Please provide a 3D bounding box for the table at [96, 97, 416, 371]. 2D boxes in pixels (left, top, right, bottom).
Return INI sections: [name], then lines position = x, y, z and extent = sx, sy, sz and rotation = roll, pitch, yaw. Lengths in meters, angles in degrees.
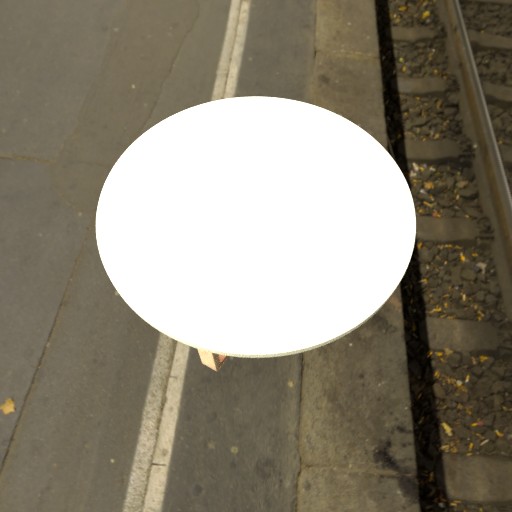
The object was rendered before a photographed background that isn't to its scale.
[table]
position = 0.000, 0.000, 1.015
extent = 0.600, 0.400, 0.600
rotation = 0, 59, 0
